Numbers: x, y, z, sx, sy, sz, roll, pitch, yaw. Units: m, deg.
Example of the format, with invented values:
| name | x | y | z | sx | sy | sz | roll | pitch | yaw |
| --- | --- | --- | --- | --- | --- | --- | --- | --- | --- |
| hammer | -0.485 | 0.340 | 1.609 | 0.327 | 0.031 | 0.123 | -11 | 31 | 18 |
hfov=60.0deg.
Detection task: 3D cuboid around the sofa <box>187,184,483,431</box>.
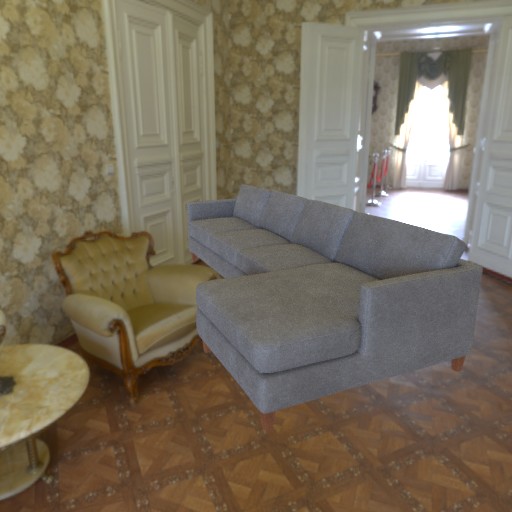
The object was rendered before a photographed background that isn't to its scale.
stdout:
| name | x | y | z | sx | sy | sz | roll | pitch | yaw |
| --- | --- | --- | --- | --- | --- | --- | --- | --- | --- |
| sofa | 0.000 | 0.000 | 4.023 | 1.604 | 0.950 | 3.471 | -7 | 17 | -24 |
